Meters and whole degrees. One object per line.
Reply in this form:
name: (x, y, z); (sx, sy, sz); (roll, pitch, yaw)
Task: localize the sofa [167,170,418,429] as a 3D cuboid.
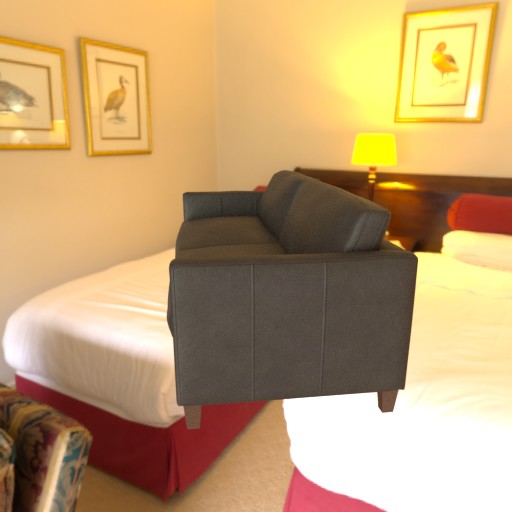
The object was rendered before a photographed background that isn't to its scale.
sofa: (0.000, 0.000, 2.517); (0.933, 0.863, 1.971); (-2, 15, -7)
